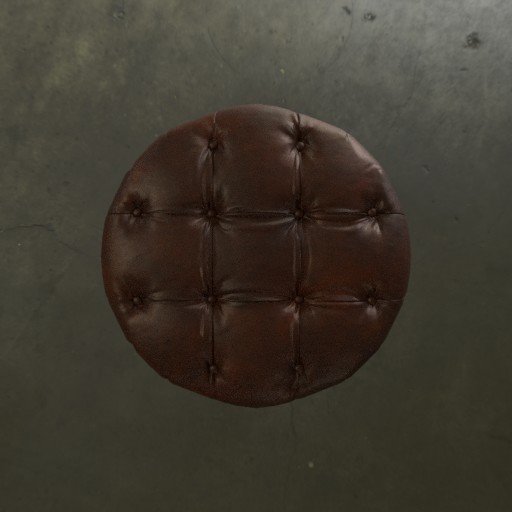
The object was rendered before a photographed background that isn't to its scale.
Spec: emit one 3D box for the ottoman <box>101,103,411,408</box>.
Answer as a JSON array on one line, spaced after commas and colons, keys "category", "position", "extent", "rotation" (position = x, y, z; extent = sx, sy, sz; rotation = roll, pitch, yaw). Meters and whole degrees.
[{"category": "ottoman", "position": [0.000, 0.000, 1.425], "extent": [0.901, 0.455, 0.901], "rotation": [0, 91, -1]}]
